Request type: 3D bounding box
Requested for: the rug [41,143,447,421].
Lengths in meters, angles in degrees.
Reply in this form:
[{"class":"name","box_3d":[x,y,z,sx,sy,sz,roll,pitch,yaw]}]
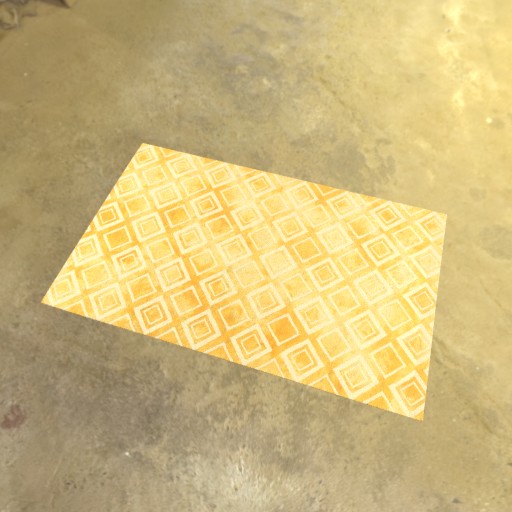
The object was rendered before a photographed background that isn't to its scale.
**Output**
[{"class":"rug","box_3d":[0.000,0.000,3.031,2.424,0.010,1.511,15,59,9]}]
